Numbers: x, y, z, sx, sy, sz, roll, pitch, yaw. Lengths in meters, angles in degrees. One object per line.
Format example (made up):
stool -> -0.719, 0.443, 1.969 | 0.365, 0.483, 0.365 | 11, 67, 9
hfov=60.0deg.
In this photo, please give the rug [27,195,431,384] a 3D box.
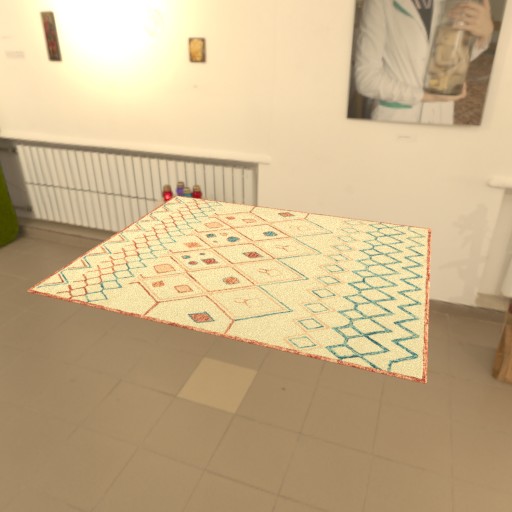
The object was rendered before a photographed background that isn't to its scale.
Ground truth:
rug -> 0.000, 0.000, 4.125 | 3.050, 0.016, 2.441 | 9, 29, 18
